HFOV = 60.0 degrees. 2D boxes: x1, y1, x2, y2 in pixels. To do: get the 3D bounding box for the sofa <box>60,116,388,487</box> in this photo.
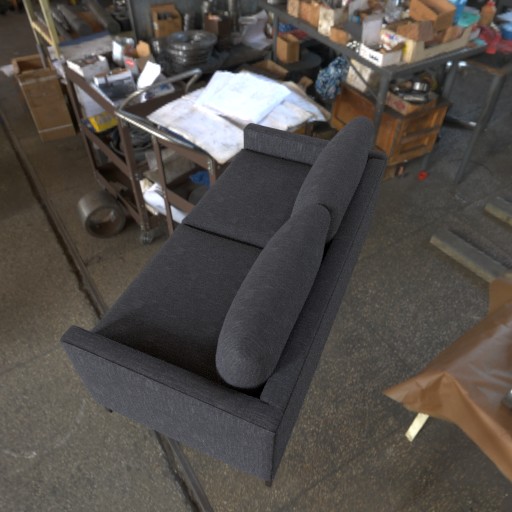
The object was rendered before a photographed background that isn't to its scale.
[{"bbox_3d":[0.000,0.000,2.156,0.866,0.862,1.716,17,48,16],"label":"sofa"}]
